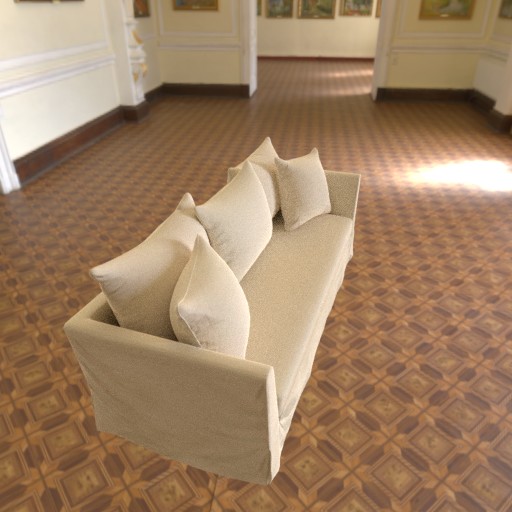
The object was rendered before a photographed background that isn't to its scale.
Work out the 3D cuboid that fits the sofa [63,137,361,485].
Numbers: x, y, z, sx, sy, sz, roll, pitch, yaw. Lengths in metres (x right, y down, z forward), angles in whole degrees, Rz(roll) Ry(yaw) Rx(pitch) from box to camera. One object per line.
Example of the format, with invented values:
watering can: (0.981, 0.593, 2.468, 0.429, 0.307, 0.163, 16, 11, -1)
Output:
sofa: (0.000, 0.000, 2.962, 1.030, 1.042, 2.484, 10, 31, 17)
